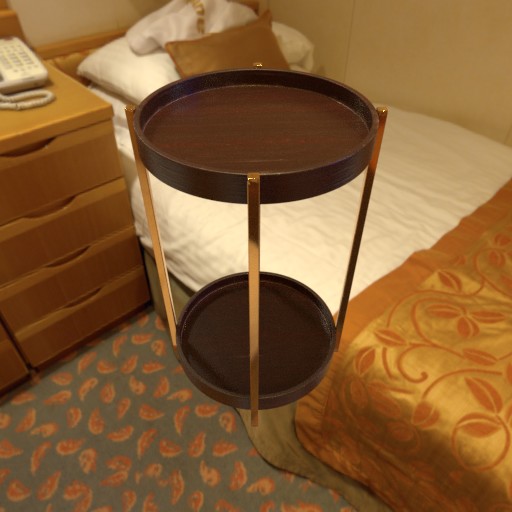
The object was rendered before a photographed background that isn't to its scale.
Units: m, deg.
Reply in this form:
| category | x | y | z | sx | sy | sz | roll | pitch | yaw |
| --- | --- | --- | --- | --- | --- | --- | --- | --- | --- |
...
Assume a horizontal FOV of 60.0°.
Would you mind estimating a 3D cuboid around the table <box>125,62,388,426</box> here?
| category | x | y | z | sx | sy | sz | roll | pitch | yaw |
| --- | --- | --- | --- | --- | --- | --- | --- | --- | --- |
| table | 0.000 | 0.000 | 0.881 | 0.400 | 0.610 | 0.400 | 1 | 42 | 1 |
